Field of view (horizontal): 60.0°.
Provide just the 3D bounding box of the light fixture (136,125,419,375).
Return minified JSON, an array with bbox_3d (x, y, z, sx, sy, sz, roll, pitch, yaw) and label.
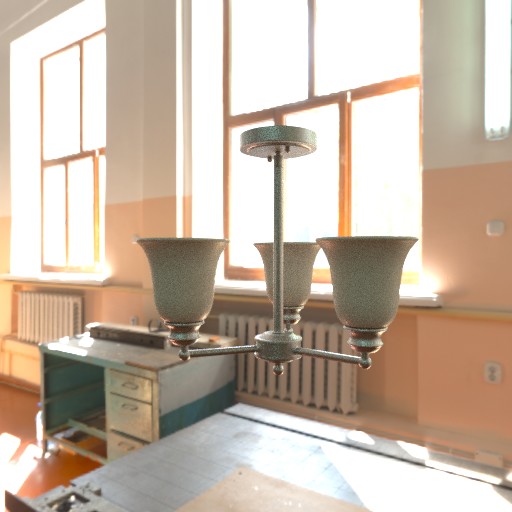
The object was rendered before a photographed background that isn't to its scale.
[{"bbox_3d":[0.000,0.000,0.675,0.354,0.370,0.388,0,0,-20],"label":"light fixture"}]
